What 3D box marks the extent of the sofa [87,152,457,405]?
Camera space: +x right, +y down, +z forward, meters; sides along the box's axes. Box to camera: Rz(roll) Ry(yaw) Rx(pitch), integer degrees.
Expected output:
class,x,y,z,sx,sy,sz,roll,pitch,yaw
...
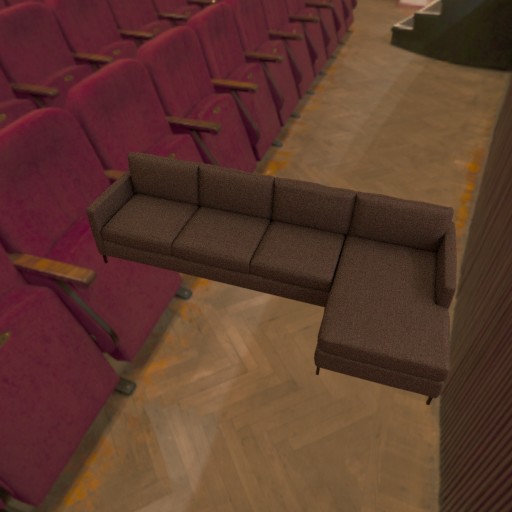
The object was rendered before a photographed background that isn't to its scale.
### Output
class,x,y,z,sx,sy,sz,roll,pitch,yaw
sofa,0.000,0.000,3.831,3.221,0.892,1.483,12,42,14
